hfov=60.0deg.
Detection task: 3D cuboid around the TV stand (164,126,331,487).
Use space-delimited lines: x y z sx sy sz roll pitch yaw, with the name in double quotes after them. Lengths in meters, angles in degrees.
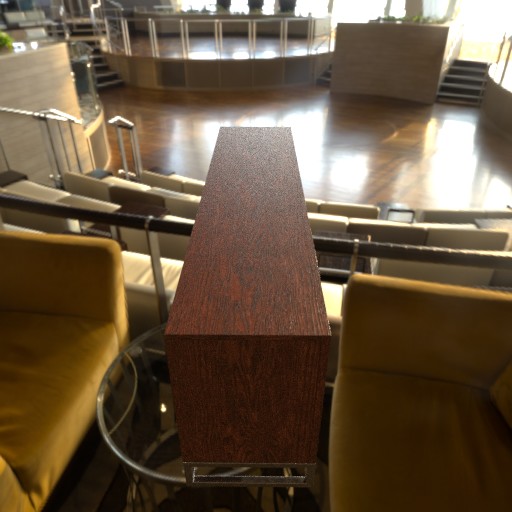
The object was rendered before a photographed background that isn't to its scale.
0.000 0.000 1.756 0.382 0.578 1.541 0 32 1 "TV stand"
